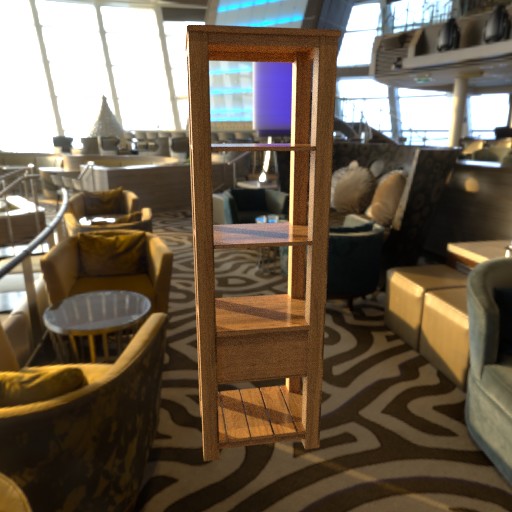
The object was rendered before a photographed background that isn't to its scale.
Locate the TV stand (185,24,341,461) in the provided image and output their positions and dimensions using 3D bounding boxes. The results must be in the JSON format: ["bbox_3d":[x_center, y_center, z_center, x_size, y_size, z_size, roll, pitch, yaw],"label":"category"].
[{"bbox_3d":[0.000,0.000,2.042,0.565,1.828,0.435,-3,16,-9],"label":"TV stand"}]
